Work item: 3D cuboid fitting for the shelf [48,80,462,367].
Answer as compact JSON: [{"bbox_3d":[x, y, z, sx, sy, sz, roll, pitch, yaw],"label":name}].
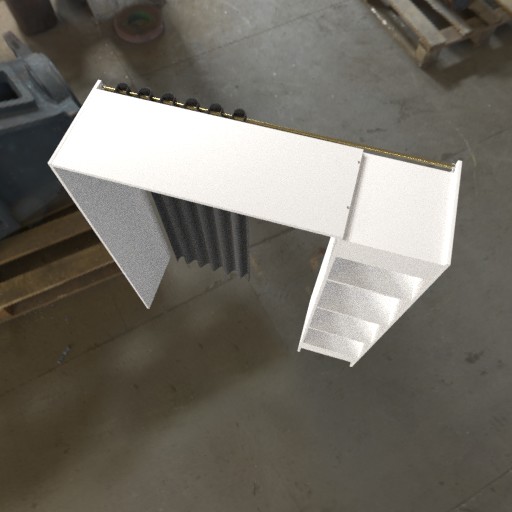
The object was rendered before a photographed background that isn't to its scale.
[{"bbox_3d":[0.000,0.000,2.603,1.600,1.810,0.500,15,66,7],"label":"shelf"}]
